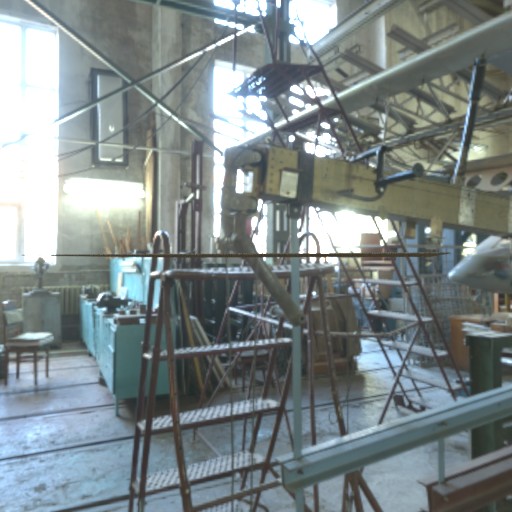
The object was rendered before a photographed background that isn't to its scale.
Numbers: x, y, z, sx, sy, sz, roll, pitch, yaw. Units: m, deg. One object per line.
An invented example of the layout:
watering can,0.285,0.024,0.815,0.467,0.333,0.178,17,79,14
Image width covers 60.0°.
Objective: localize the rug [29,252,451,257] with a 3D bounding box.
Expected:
rug,0.000,0.000,4.204,3.200,0.007,2.443,0,-1,19
